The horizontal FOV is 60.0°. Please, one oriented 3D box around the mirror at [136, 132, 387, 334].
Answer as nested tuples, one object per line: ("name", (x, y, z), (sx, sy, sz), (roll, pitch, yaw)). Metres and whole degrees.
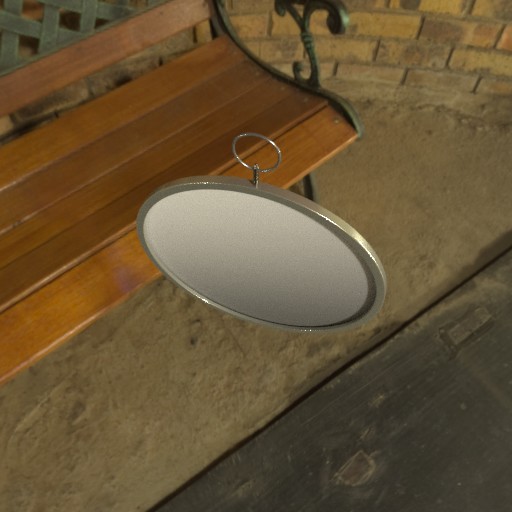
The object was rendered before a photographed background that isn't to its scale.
("mirror", (0.000, 0.000, 0.994), (0.594, 0.713, 0.020), (15, 59, 9))
